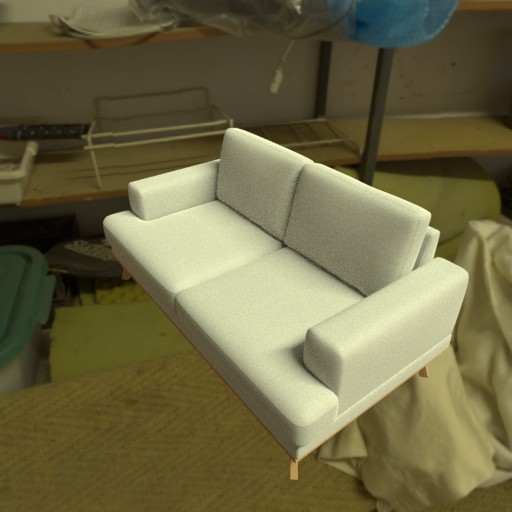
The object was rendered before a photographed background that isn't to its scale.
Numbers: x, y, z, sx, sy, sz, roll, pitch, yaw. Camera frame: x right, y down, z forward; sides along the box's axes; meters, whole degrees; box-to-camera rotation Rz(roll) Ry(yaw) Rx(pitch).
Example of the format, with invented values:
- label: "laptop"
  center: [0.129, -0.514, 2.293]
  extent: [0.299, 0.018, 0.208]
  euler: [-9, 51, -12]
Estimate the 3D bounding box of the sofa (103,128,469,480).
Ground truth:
- label: "sofa"
  center: [0.000, 0.000, 2.102]
  extent: [0.915, 0.810, 1.651]
  euler: [-23, 40, -30]
